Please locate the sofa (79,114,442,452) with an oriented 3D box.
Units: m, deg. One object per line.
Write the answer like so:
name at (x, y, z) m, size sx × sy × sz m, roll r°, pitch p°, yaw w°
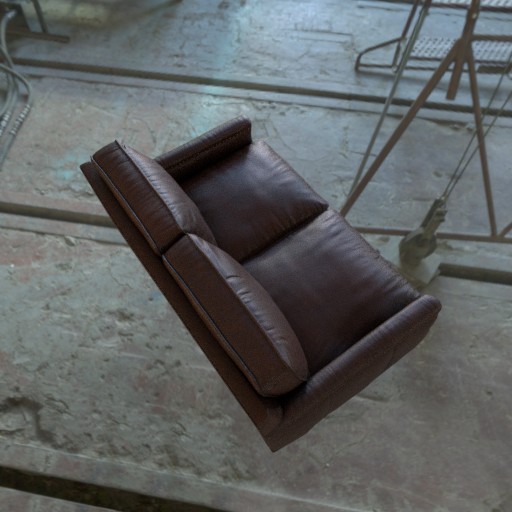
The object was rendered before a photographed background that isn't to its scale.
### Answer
sofa at (0.000, 0.000, 2.298) m, size 1.083 × 1.003 × 1.628 m, roll -31°, pitch 63°, yaw -18°
